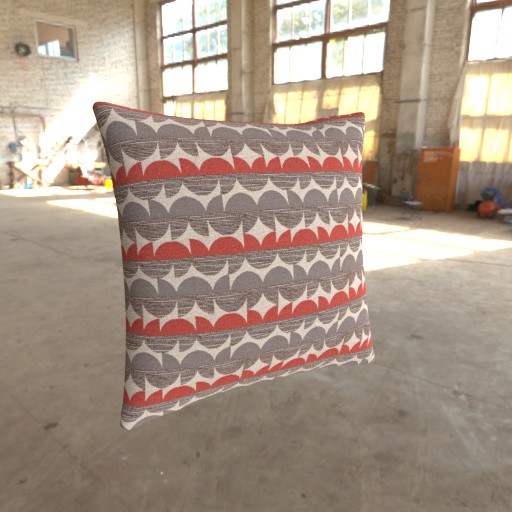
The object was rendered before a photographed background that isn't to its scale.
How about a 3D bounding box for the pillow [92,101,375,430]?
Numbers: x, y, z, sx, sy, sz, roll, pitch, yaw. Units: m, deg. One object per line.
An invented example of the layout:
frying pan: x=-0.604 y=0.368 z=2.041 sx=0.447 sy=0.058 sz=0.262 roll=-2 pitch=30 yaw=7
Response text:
pillow: x=0.000 y=0.000 z=0.636 sx=0.420 sy=0.410 sz=0.180 roll=-8 pitch=16 yaw=-27
